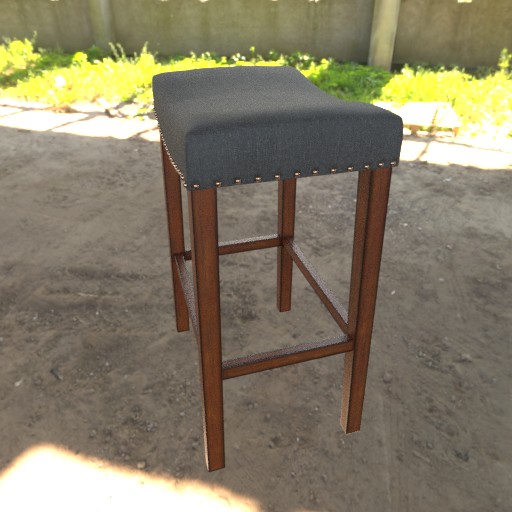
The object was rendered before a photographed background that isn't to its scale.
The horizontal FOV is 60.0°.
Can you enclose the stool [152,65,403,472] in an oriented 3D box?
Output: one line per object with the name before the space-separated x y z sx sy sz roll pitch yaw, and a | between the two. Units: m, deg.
stool | 0.000 0.000 1.014 0.366 0.748 0.502 -9 33 -14
